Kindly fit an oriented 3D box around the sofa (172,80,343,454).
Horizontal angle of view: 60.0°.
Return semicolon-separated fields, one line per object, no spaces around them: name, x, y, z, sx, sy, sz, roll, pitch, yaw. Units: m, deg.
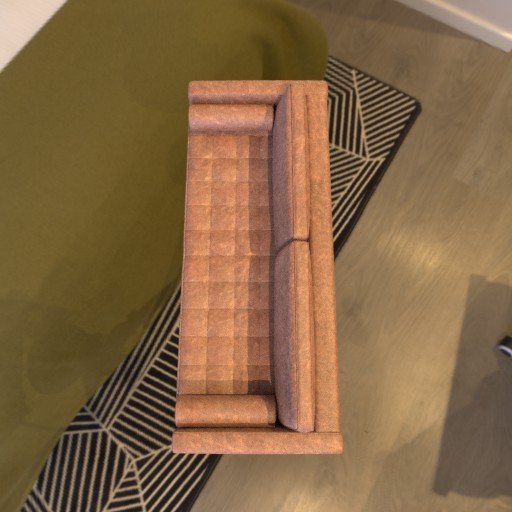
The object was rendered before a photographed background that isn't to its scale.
sofa;0.000;0.000;2.723;0.914;0.762;2.210;0;76;0
